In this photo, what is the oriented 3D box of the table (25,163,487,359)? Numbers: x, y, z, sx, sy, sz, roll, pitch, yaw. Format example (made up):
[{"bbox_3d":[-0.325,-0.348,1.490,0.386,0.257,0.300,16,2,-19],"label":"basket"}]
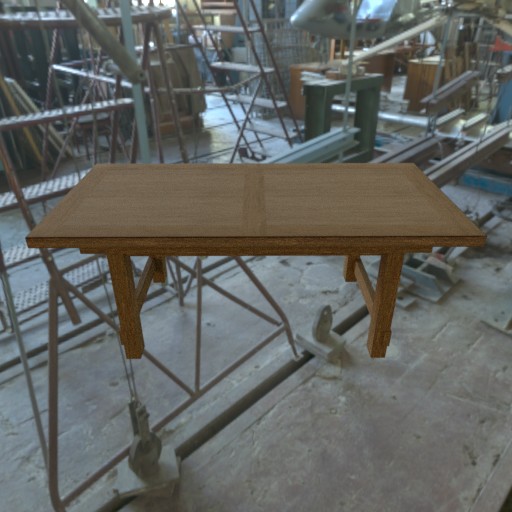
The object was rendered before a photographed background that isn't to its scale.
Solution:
[{"bbox_3d":[0.000,0.000,2.517,1.982,0.762,1.000,0,30,0],"label":"table"}]
